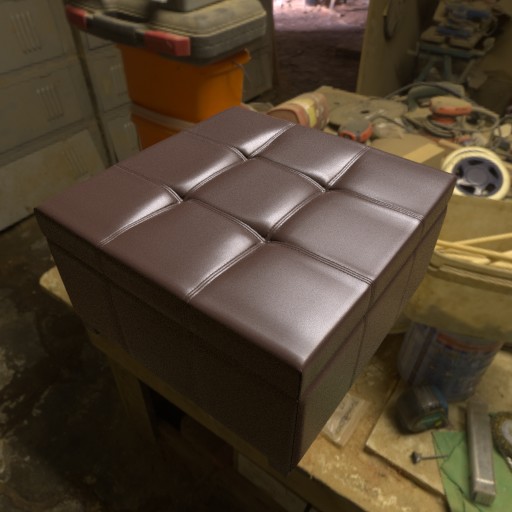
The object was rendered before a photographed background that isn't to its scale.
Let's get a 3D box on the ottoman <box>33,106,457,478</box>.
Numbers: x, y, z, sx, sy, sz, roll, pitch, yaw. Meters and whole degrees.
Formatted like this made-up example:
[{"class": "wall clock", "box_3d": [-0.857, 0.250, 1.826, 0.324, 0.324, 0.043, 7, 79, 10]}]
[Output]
[{"class": "ottoman", "box_3d": [0.000, 0.000, 1.264, 0.787, 0.460, 0.788, 27, 48, 27]}]
